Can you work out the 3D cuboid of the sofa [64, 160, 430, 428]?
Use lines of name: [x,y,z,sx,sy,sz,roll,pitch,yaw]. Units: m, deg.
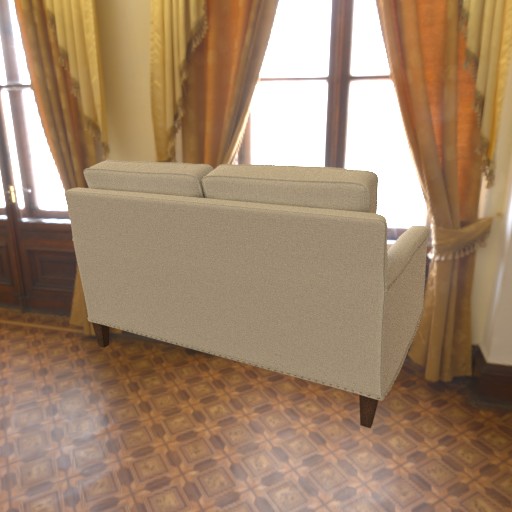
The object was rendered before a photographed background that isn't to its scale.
sofa: [0.000,0.000,2.305,1.597,1.003,1.084,8,18,26]
